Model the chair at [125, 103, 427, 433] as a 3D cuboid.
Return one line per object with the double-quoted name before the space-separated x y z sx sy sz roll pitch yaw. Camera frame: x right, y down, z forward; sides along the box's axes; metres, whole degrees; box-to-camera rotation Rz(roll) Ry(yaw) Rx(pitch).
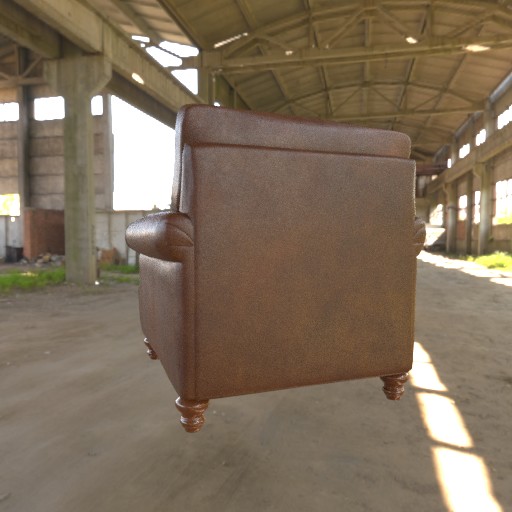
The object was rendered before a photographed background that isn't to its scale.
"chair" 0.000 0.000 1.798 0.989 0.972 0.992 -1 3 -20
